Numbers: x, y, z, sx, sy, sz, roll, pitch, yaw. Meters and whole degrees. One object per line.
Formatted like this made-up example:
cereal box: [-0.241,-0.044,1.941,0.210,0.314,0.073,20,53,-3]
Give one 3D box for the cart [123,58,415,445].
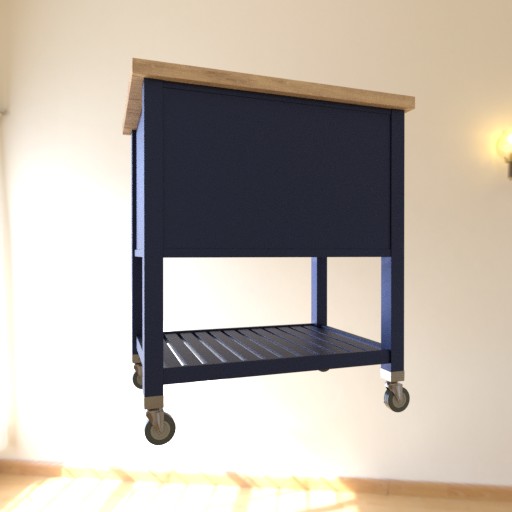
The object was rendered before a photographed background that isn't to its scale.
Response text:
cart: [0.000,0.000,1.422,0.797,0.920,0.567,0,0,-19]
